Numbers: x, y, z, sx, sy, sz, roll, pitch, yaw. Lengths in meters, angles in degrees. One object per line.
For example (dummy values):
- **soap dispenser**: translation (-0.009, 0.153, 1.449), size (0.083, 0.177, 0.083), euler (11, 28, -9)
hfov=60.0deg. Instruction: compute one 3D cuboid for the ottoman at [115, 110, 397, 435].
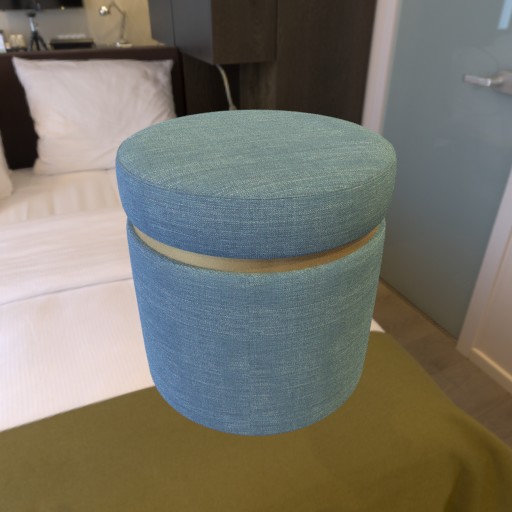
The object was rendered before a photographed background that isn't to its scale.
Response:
- **ottoman**: translation (0.000, 0.000, 0.733), size (0.398, 0.406, 0.398), euler (0, 31, 0)
